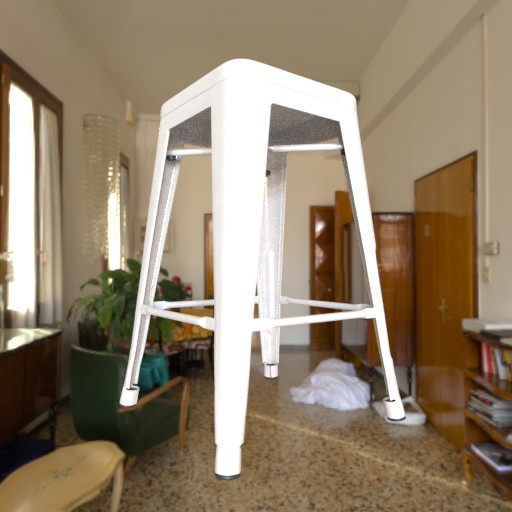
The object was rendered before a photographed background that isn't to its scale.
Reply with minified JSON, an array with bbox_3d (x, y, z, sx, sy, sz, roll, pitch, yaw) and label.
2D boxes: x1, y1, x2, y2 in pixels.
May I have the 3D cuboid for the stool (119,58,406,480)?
[{"bbox_3d":[0.000,0.000,0.867,0.406,0.610,0.406,1,-1,-37],"label":"stool"}]
